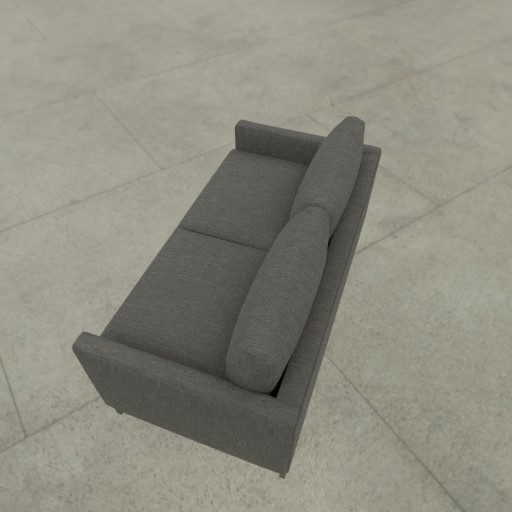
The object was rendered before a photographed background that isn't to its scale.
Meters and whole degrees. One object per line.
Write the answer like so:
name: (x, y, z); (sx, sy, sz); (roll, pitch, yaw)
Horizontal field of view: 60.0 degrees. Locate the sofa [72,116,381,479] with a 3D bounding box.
sofa: (0.000, 0.000, 2.168); (0.875, 0.840, 1.682); (15, 50, 14)
